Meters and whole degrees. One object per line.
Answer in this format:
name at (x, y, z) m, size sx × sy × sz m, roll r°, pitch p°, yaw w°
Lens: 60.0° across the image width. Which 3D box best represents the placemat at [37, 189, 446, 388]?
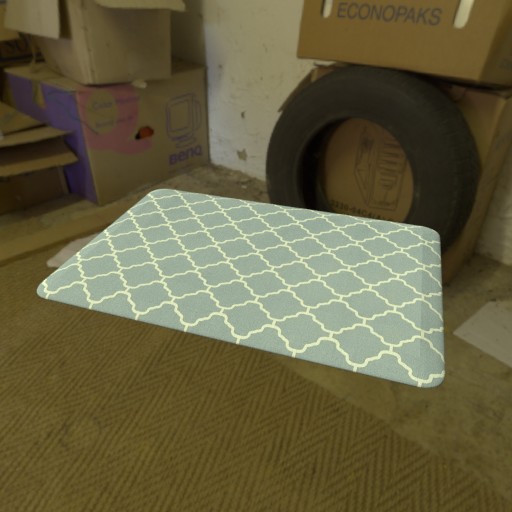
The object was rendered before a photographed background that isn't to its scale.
placemat at (0.000, 0.000, 0.956) m, size 0.762 × 0.021 × 0.508 m, roll 10°, pitch 35°, yaw 15°
